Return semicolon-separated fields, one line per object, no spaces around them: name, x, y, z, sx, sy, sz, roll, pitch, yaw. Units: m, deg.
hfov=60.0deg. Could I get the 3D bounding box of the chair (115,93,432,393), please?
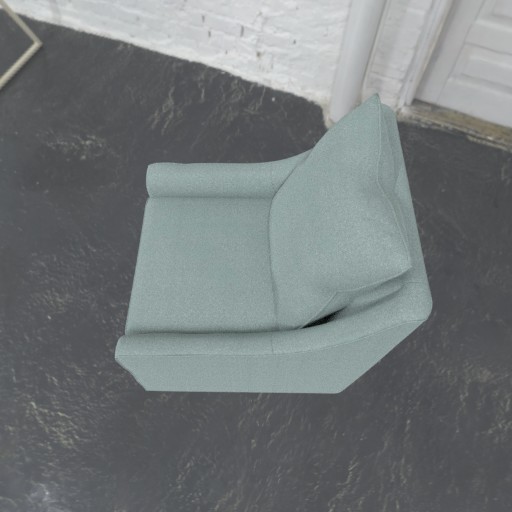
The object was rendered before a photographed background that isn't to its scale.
chair;0.000;0.000;1.552;0.870;0.926;0.760;1;61;0
